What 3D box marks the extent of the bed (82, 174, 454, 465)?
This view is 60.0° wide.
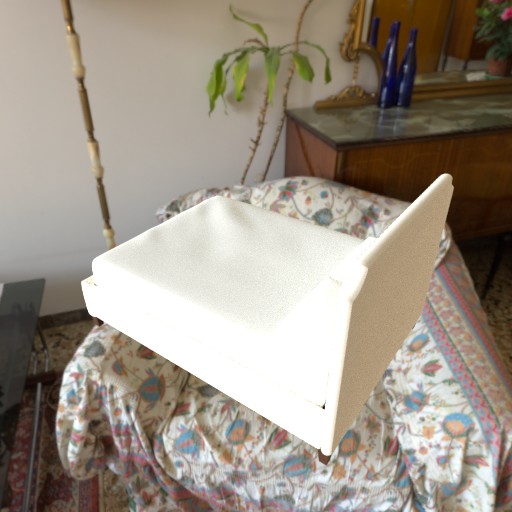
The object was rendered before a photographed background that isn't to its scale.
[{"bbox_3d":[0.000,0.000,3.498,2.365,1.443,1.712,21,37,30],"label":"bed"}]
